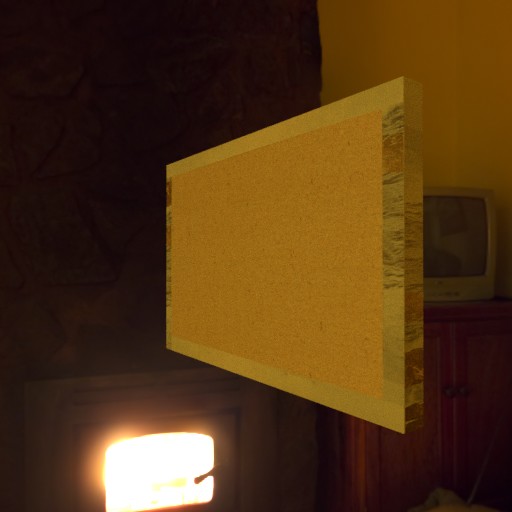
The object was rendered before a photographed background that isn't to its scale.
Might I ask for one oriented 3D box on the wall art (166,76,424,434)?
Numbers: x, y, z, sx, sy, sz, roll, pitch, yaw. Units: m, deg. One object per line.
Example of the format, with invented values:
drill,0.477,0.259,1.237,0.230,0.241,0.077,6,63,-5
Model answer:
wall art,0.000,0.000,0.756,0.041,0.407,0.606,0,0,-37
